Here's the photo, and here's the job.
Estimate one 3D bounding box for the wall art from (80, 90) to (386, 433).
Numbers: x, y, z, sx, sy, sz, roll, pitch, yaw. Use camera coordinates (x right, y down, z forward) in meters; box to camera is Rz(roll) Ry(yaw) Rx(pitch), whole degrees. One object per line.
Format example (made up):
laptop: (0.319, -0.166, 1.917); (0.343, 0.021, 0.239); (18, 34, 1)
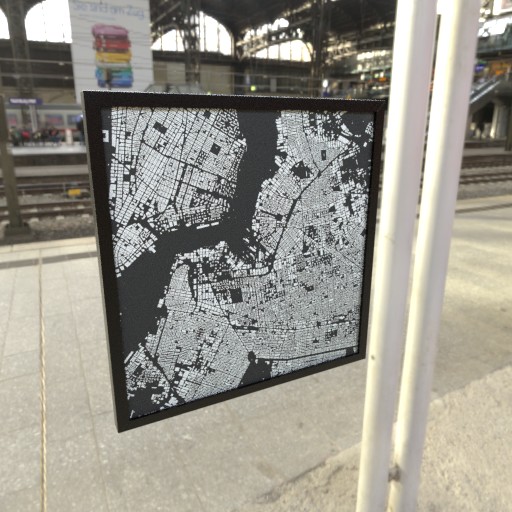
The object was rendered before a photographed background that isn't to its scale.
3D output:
wall art: (0.000, 0.000, 1.123); (0.755, 0.761, 0.038); (-8, 18, -27)
